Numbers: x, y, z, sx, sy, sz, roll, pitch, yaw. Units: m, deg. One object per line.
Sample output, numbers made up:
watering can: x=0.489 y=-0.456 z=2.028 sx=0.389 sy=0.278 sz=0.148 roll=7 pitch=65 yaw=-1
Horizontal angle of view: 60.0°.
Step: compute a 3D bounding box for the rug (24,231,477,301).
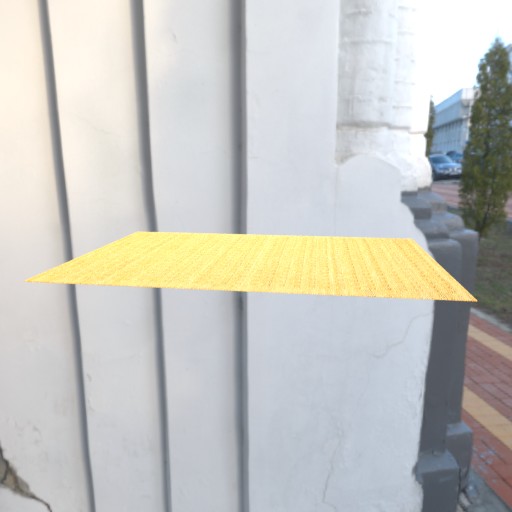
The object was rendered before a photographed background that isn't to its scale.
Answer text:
rug: x=0.000 y=0.000 z=2.944 sx=2.286 sy=0.006 sz=1.524 roll=2 pitch=13 yaw=8
